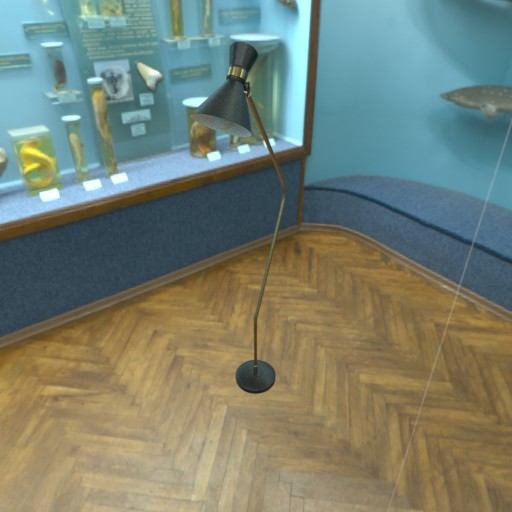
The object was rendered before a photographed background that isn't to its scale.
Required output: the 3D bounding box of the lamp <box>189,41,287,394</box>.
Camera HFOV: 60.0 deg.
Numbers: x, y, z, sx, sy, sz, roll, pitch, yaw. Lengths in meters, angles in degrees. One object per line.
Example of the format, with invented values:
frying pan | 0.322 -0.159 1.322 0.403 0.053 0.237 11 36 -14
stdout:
lamp | 0.000 0.000 1.631 0.467 1.438 0.277 -21 39 -29
